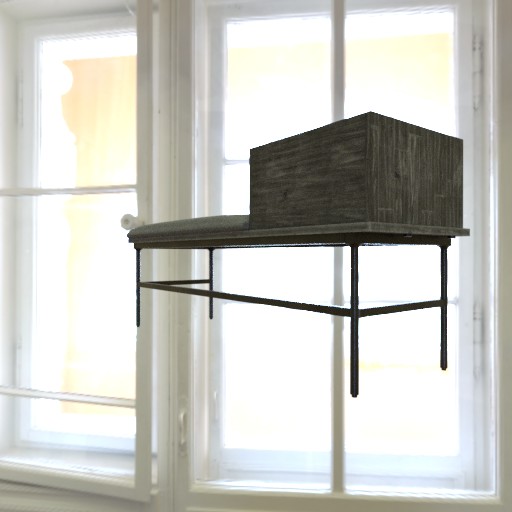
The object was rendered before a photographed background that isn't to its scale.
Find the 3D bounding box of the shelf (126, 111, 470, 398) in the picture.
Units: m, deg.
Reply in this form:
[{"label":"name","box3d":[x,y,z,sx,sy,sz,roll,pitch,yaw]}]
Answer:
[{"label":"shelf","box3d":[0.000,0.000,1.601,0.457,0.633,1.342,0,0,-38]}]
